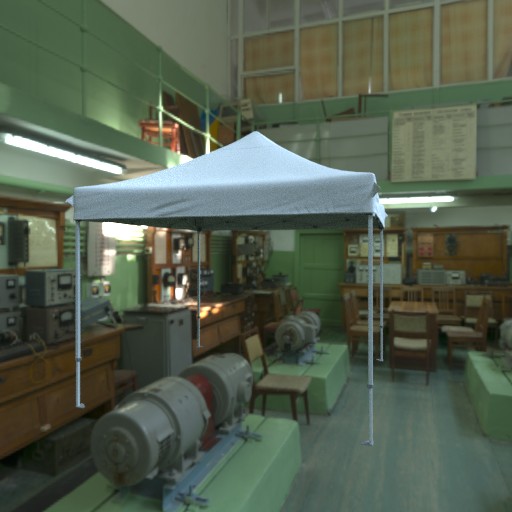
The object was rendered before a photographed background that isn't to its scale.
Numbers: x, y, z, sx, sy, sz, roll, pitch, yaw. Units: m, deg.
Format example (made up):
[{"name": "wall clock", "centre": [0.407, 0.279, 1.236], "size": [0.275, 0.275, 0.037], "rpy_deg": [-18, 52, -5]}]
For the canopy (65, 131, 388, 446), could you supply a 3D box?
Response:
[{"name": "canopy", "centre": [0.000, 0.000, 5.354], "size": [2.996, 2.998, 2.994], "rpy_deg": [0, 1, 18]}]
